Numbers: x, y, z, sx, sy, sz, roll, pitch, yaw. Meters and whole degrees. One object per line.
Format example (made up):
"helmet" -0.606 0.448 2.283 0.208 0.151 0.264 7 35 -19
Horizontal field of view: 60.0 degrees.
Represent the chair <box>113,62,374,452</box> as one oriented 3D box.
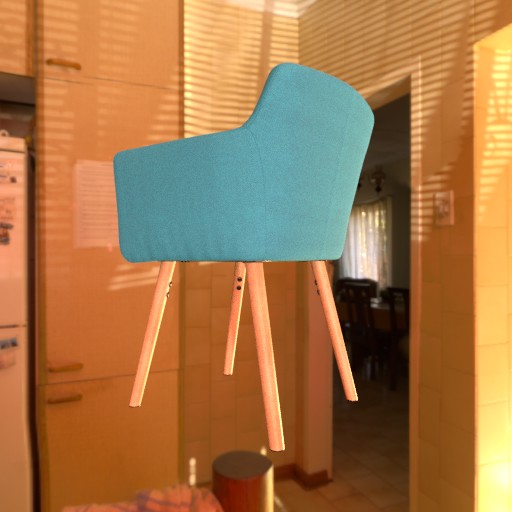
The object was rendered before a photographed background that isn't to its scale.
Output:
"chair" 0.000 0.000 1.156 0.540 0.780 0.570 0 0 36
